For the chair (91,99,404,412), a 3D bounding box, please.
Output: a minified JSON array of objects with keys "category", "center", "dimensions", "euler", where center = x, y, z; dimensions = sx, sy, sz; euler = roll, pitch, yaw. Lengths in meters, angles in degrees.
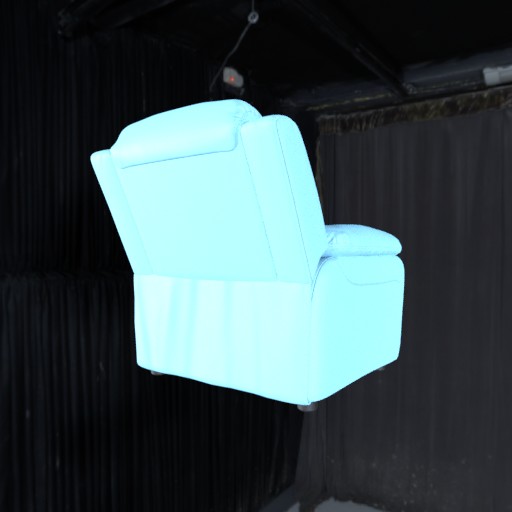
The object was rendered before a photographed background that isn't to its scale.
[{"category":"chair","center":[0.000,0.000,1.285],"dimensions":[0.680,0.702,0.709],"euler":[1,1,36]}]
